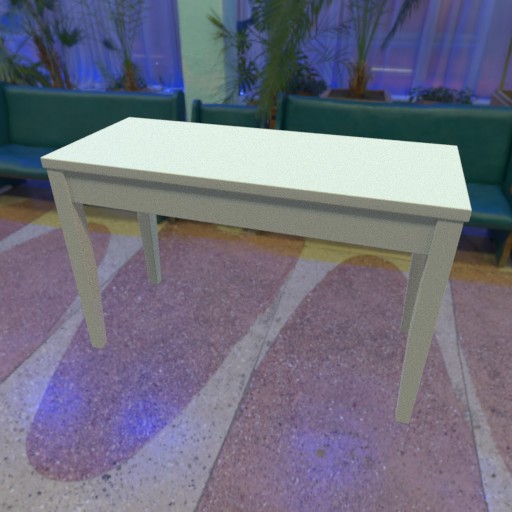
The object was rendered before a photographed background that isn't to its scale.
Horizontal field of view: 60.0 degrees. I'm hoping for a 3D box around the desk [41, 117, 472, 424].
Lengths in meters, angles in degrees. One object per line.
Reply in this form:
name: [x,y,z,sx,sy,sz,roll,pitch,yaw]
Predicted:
desk: [0.000,0.000,1.600,1.220,0.775,0.508,9,33,15]
